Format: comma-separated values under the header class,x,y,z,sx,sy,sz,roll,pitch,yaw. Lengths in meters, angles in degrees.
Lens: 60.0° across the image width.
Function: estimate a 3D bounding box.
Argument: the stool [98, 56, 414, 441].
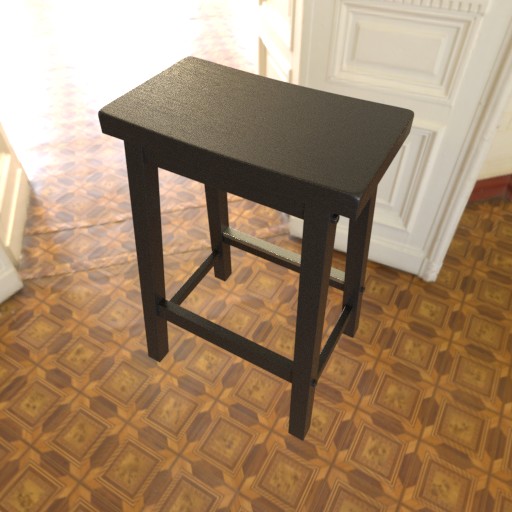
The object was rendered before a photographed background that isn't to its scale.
class,x,y,z,sx,sy,sz,roll,pitch,yaw
stool,0.000,0.000,0.863,0.406,0.610,0.322,22,50,20
